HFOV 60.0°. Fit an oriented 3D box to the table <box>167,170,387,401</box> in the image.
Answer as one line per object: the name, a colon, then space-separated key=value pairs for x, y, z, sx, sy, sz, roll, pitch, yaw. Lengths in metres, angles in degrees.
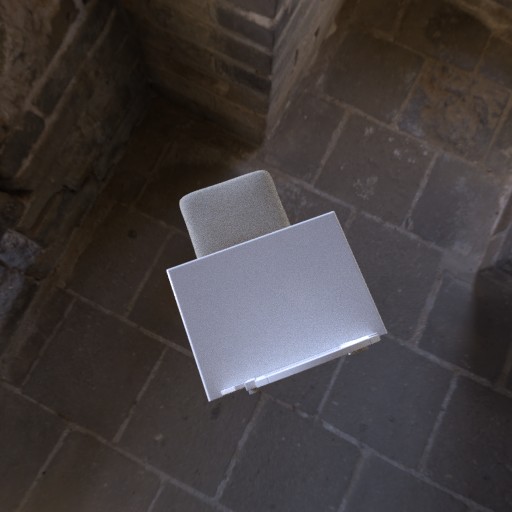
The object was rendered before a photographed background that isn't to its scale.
table: x=0.000 y=0.000 z=2.247 sx=0.876 sy=1.631 sz=1.211 roll=-20 pitch=76 yaw=-5
